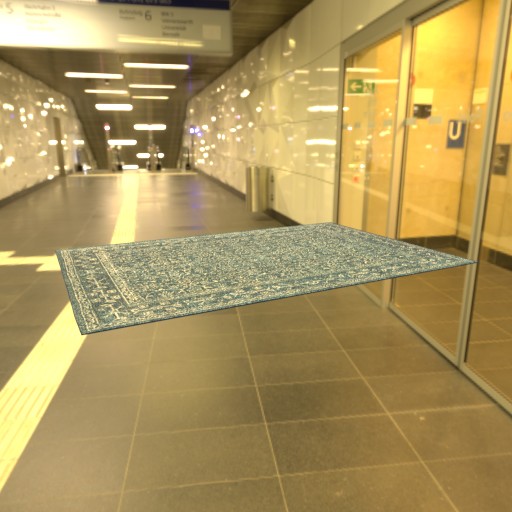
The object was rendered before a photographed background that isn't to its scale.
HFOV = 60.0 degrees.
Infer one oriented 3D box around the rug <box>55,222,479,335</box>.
[{"bbox_3d":[0.000,0.000,2.265,1.819,0.005,1.200,-7,16,-26],"label":"rug"}]
